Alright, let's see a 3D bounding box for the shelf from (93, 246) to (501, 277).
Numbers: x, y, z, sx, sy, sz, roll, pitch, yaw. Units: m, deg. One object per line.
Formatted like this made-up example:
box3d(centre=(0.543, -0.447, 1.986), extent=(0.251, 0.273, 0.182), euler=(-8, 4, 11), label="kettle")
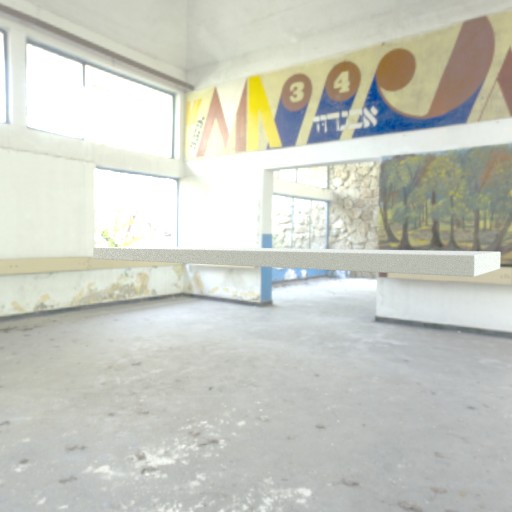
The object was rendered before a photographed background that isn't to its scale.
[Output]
box3d(centre=(0.000, 0.000, 0.646), extent=(0.610, 0.020, 0.140), euler=(2, 3, 37), label="shelf")
